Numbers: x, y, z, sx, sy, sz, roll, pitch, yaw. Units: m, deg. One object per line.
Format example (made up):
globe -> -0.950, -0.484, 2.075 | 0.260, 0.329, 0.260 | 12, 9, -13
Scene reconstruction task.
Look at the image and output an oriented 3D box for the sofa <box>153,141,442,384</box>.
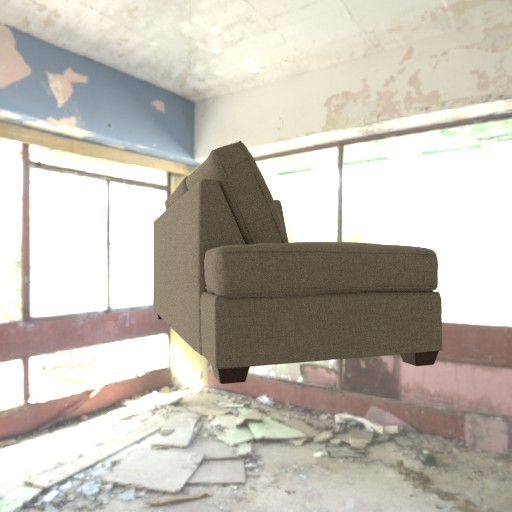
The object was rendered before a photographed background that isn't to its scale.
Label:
sofa -> 0.000, 0.000, 2.866 | 1.110, 1.019, 2.238 | 0, -1, -19
